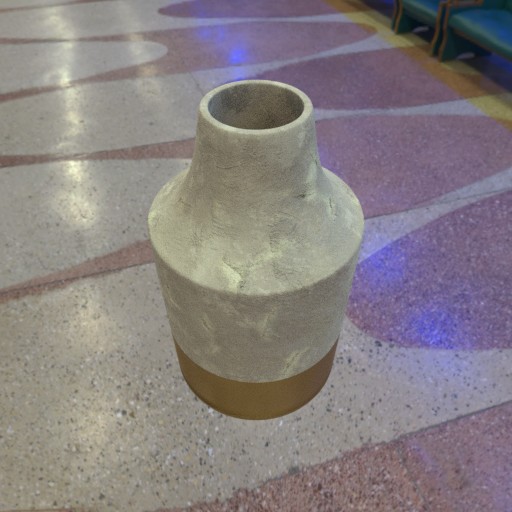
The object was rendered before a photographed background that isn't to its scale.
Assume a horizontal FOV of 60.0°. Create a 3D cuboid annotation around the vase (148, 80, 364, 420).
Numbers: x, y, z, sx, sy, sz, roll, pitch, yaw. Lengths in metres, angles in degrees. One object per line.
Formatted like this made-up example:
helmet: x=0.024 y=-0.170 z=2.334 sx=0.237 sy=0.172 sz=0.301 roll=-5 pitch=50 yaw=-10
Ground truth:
vase: x=0.000 y=0.000 z=0.418 sx=0.184 sy=0.305 sz=0.184 roll=0 pitch=46 yaw=0
